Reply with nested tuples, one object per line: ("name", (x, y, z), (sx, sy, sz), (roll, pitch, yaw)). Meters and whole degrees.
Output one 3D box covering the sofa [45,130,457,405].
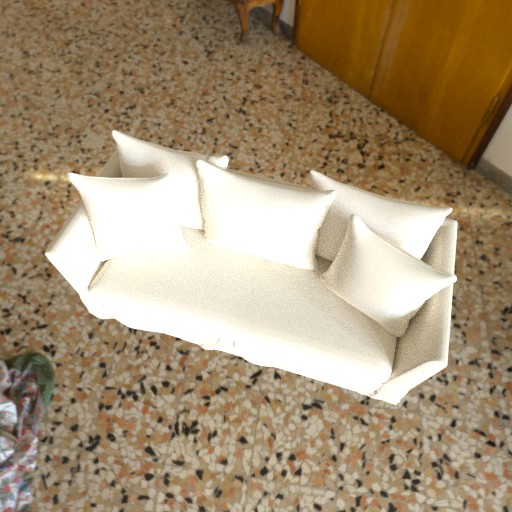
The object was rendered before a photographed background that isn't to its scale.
("sofa", (0.000, 0.000, 2.819), (2.290, 1.034, 1.031), (14, 57, 9))
